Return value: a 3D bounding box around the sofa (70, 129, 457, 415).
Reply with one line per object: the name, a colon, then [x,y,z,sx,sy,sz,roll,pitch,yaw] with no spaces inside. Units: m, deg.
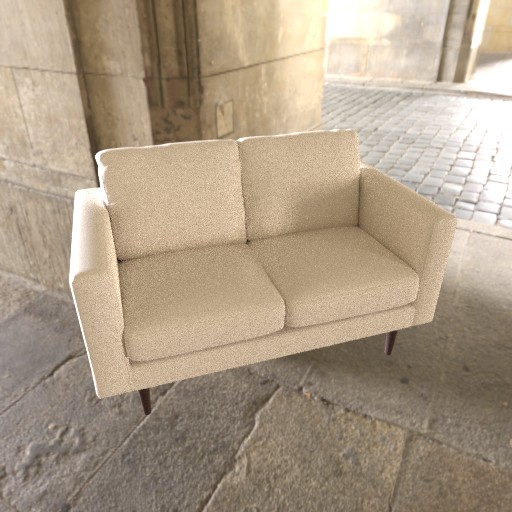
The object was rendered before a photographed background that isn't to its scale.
sofa: [0.000,0.000,1.939,1.430,0.908,0.796,-9,32,-16]
